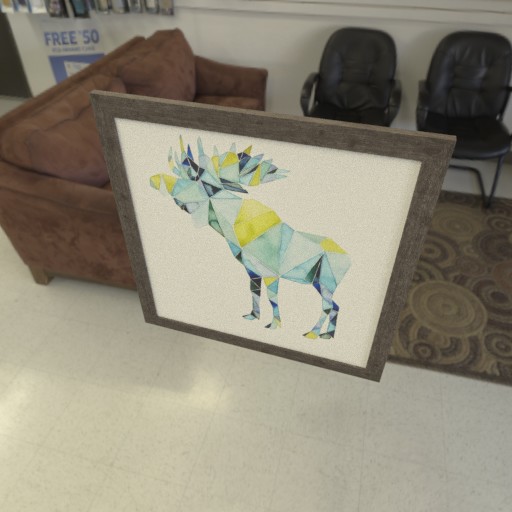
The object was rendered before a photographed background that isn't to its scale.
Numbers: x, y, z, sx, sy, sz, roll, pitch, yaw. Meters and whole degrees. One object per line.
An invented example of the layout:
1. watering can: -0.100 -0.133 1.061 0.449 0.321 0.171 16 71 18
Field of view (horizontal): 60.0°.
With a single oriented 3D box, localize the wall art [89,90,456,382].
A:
1. wall art: 0.000 0.000 0.684 0.457 0.457 0.013 12 42 13
